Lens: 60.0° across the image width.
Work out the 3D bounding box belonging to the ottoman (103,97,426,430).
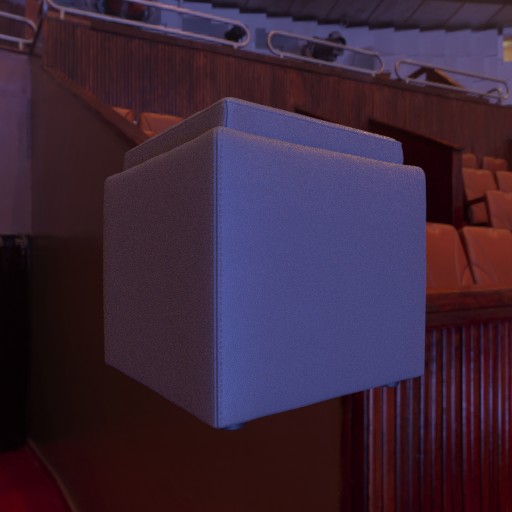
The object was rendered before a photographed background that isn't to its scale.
[{"bbox_3d":[0.000,0.000,0.837,0.450,0.460,0.451,0,0,-36],"label":"ottoman"}]
